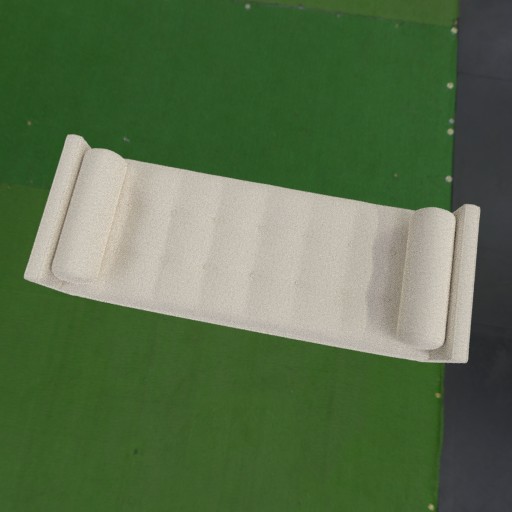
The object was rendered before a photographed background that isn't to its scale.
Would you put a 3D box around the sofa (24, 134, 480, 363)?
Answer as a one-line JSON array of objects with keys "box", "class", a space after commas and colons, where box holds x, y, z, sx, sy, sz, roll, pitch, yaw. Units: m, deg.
[{"box": [0.000, 0.000, 2.293, 1.985, 0.641, 0.746, 10, 78, 2], "class": "sofa"}]
